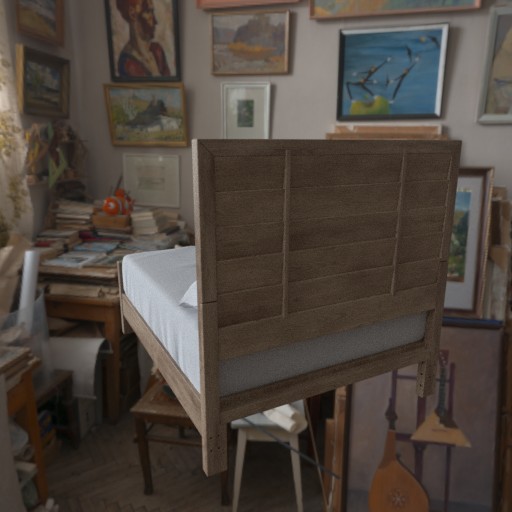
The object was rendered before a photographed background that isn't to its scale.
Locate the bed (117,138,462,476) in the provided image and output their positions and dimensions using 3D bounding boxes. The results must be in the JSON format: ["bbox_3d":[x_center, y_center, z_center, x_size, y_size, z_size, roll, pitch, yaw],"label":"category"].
[{"bbox_3d":[0.000,0.000,3.235,1.615,1.631,2.017,-7,16,-27],"label":"bed"}]
